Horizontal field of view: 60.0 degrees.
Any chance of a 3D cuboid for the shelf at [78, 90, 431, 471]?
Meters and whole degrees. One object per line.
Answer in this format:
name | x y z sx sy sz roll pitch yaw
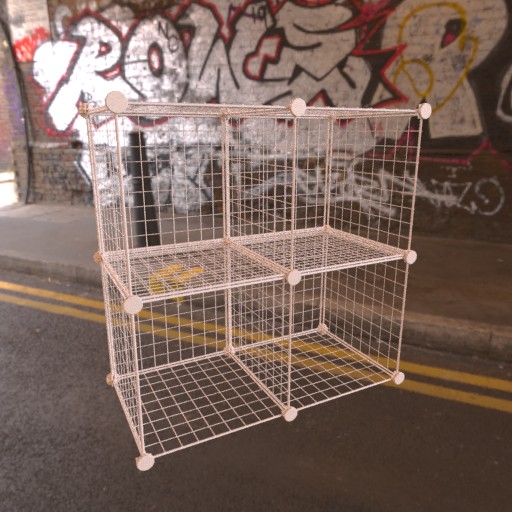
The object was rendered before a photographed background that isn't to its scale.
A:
shelf | 0.000 0.000 1.090 0.711 0.711 0.356 -8 18 -26
